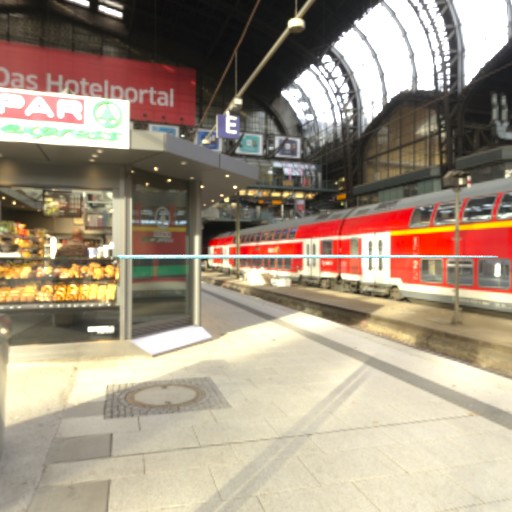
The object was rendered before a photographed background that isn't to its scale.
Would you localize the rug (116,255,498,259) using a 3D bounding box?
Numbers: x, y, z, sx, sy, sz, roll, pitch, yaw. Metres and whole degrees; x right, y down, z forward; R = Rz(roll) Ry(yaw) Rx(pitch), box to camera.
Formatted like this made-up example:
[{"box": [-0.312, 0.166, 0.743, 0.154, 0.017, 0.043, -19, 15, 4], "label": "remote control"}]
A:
[{"box": [0.000, 0.000, 3.946, 2.363, 0.012, 2.980, 0, 0, -18], "label": "rug"}]
